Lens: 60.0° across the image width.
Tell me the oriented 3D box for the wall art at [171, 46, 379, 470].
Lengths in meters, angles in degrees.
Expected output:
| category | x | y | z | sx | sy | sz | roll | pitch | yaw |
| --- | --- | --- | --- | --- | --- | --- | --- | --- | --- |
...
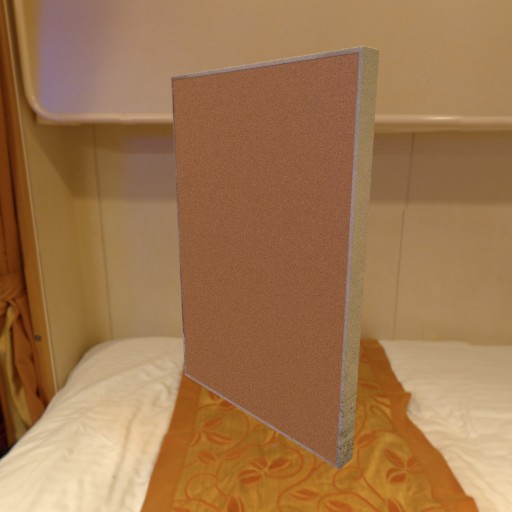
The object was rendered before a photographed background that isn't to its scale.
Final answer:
| category | x | y | z | sx | sy | sz | roll | pitch | yaw |
| --- | --- | --- | --- | --- | --- | --- | --- | --- | --- |
| wall art | 0.000 | 0.000 | 0.761 | 0.036 | 0.607 | 0.403 | -15 | 21 | -43 |
